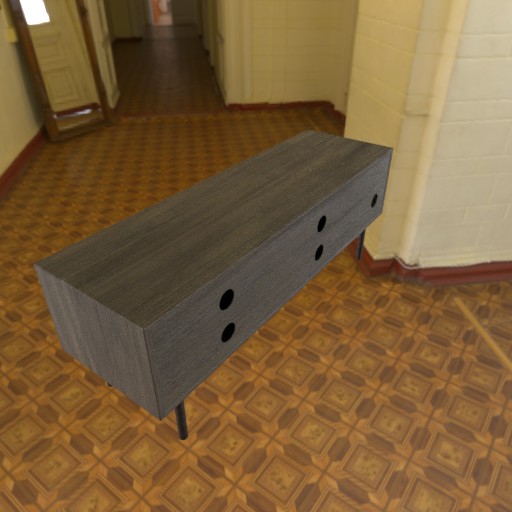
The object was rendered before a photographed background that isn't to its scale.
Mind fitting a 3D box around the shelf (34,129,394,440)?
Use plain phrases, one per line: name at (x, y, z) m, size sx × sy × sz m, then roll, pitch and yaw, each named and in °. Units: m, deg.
shelf at (0.000, 0.000, 1.555) m, size 0.400 × 0.495 × 1.300 m, roll 22°, pitch 39°, yaw 30°
